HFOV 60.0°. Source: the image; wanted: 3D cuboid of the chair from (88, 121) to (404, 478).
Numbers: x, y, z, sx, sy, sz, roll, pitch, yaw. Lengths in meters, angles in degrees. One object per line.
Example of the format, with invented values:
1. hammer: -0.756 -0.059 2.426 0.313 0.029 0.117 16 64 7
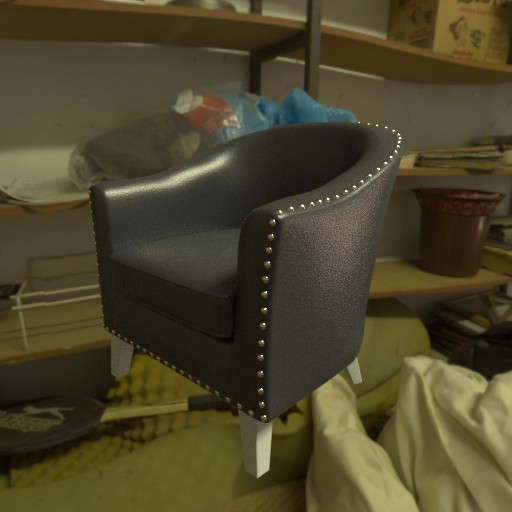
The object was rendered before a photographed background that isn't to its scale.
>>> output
1. chair: 0.000 0.000 1.385 0.794 0.823 0.748 14 20 43
